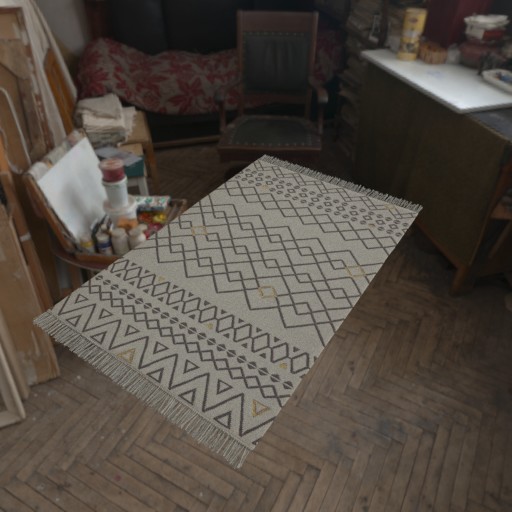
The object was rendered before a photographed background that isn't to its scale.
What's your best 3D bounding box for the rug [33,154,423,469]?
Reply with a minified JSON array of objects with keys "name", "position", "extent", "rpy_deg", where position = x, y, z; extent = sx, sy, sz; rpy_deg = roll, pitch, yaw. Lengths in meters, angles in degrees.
[{"name":"rug","position":[0.000,0.000,3.018],"extent":[1.495,0.035,2.472],"rpy_deg":[24,46,25]}]
